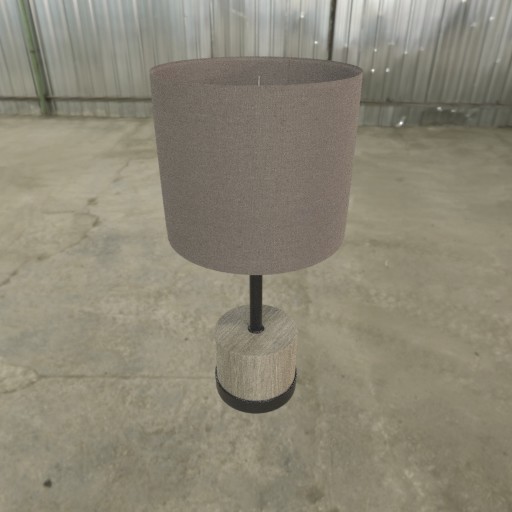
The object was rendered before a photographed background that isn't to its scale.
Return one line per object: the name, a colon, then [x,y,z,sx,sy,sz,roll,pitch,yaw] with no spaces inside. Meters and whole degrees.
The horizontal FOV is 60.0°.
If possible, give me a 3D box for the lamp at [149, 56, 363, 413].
lamp: [0.000,0.000,0.597,0.229,0.470,0.229,17,34,27]
